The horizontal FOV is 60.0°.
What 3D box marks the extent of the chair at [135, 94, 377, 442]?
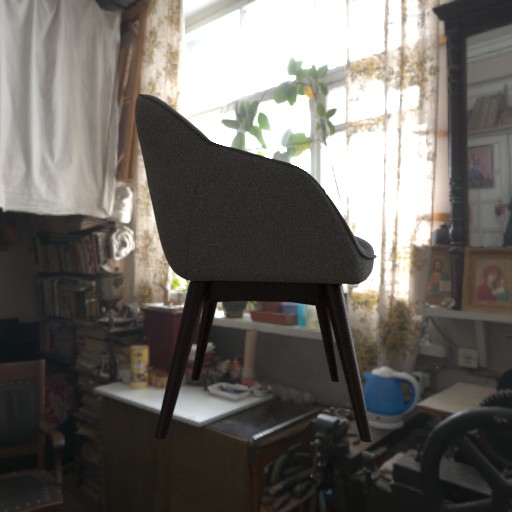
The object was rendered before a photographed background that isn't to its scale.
[{"bbox_3d":[0.000,0.000,1.215,0.611,0.810,0.589,0,0,2],"label":"chair"}]
